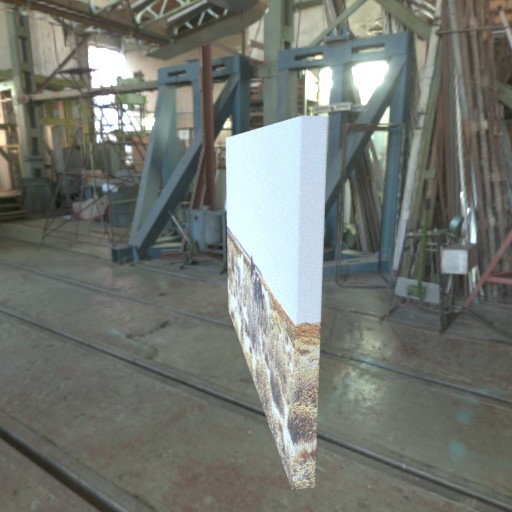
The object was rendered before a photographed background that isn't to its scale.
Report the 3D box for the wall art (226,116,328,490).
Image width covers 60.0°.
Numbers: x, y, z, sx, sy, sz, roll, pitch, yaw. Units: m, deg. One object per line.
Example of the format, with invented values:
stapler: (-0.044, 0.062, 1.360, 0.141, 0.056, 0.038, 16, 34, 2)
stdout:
wall art: (0.000, 0.000, 1.406, 0.051, 0.761, 1.138, -2, 13, -10)
